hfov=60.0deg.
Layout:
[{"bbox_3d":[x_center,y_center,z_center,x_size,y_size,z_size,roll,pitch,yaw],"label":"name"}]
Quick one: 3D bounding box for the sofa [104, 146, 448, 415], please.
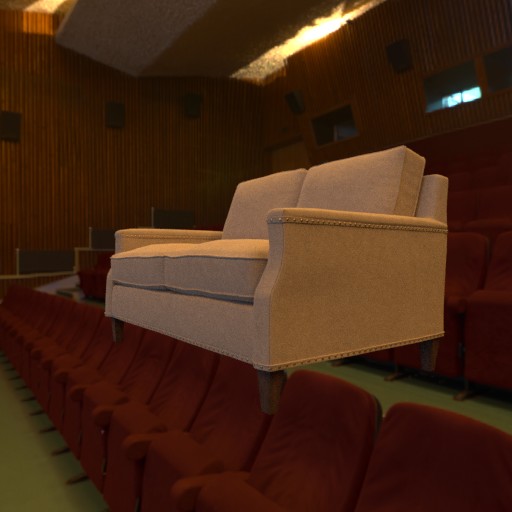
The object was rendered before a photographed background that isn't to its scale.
[{"bbox_3d":[0.000,0.000,2.291,1.084,1.002,1.597,0,0,-36],"label":"sofa"}]
